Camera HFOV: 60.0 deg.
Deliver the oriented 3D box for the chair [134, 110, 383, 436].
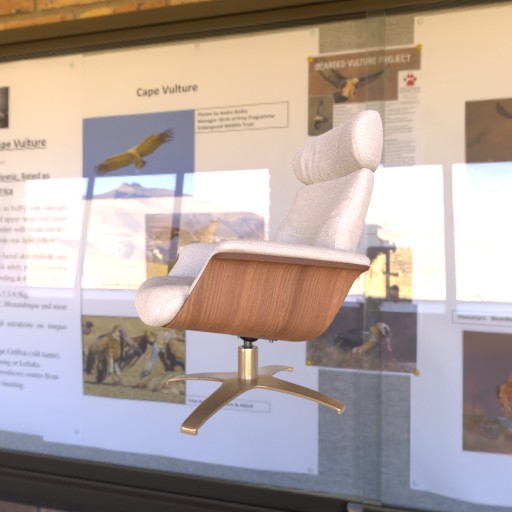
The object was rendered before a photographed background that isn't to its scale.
[{"bbox_3d":[0.000,0.000,1.581,0.837,0.995,0.785,0,1,-17],"label":"chair"}]
